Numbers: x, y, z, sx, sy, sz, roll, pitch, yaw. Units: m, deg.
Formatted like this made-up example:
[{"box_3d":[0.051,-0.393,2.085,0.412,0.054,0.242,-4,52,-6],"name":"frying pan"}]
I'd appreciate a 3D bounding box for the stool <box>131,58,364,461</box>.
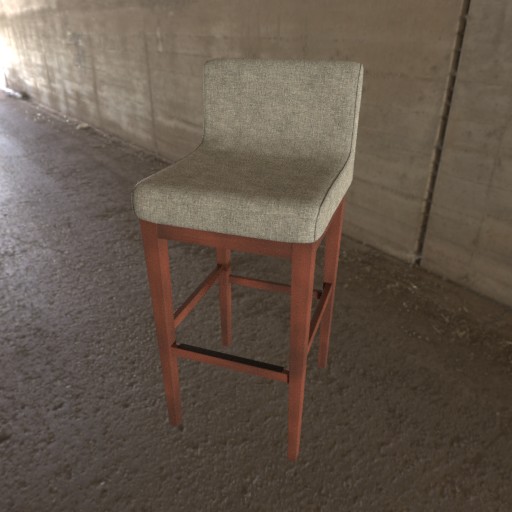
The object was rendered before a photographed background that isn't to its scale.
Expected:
[{"box_3d":[0.000,0.000,1.210,0.426,0.965,0.499,9,28,17],"name":"stool"}]
